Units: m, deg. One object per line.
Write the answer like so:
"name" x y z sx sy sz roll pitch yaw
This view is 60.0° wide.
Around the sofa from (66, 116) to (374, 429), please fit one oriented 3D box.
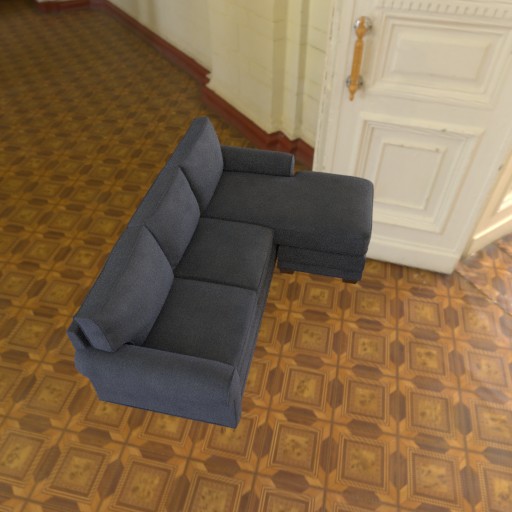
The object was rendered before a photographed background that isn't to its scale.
"sofa" 0.000 0.000 3.478 1.780 1.063 2.567 8 46 8
